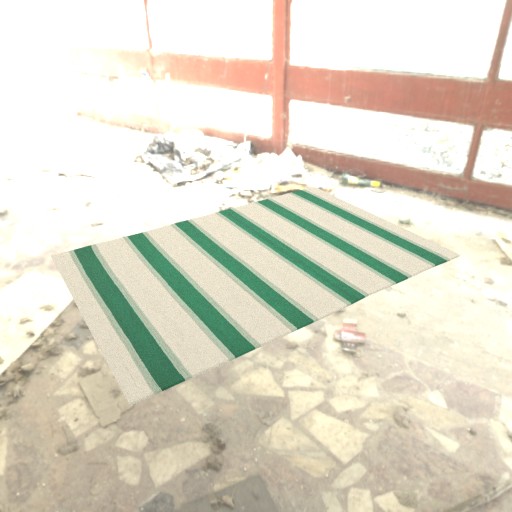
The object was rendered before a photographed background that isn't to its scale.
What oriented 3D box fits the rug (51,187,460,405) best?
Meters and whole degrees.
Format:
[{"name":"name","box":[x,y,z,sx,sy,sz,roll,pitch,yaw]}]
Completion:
[{"name":"rug","box":[0.000,0.000,2.372,1.829,0.012,1.210,-18,35,-29]}]
